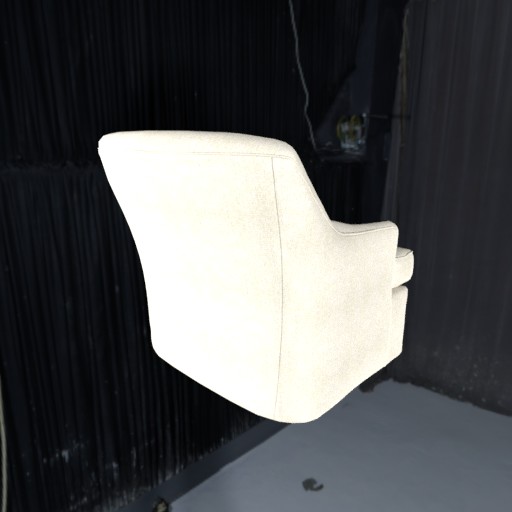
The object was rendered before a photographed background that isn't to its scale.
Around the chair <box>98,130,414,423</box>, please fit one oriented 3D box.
[{"bbox_3d":[0.000,0.000,1.583,0.864,0.856,0.923,14,21,43],"label":"chair"}]
